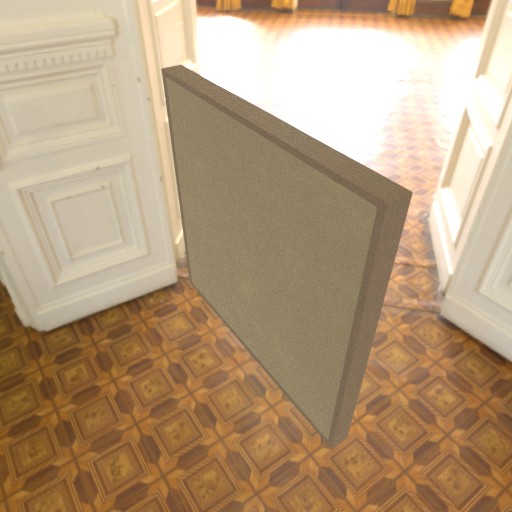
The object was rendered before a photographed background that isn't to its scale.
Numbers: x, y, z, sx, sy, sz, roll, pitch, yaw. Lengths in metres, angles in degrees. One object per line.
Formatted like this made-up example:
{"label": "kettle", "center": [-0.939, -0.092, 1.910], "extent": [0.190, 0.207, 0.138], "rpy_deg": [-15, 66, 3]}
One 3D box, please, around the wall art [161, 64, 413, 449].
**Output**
{"label": "wall art", "center": [0.000, 0.000, 0.771], "extent": [0.038, 0.506, 0.508], "rpy_deg": [-24, 46, -26]}
